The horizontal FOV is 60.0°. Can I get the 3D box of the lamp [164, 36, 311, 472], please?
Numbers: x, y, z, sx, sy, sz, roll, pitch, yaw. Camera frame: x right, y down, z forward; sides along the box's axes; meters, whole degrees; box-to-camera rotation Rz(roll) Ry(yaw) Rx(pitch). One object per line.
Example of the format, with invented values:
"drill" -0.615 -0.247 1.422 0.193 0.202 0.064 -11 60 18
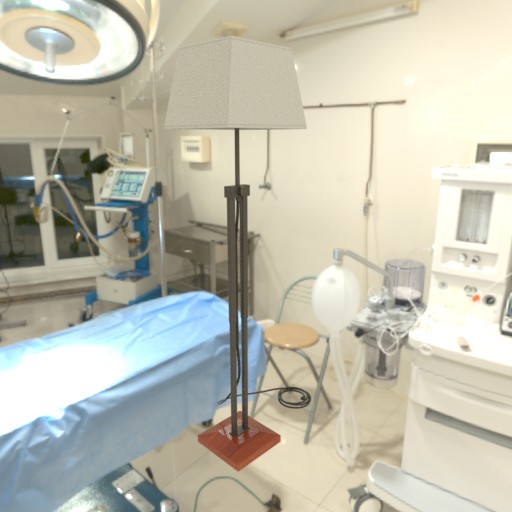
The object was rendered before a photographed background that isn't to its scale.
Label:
"lamp" 0.000 0.000 1.997 0.472 1.712 0.745 15 21 43
